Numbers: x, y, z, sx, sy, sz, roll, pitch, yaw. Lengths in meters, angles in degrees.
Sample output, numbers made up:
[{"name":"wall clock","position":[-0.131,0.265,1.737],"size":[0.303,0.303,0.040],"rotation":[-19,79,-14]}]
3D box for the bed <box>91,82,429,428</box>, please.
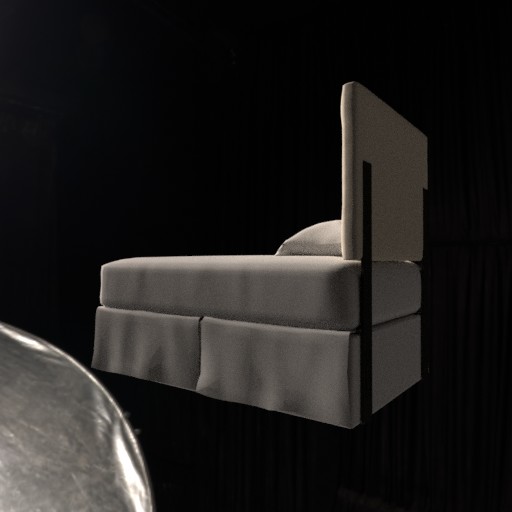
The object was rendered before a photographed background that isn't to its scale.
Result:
[{"name":"bed","position":[0.000,0.000,3.024],"size":[1.997,1.571,1.261],"rotation":[0,-1,36]}]
